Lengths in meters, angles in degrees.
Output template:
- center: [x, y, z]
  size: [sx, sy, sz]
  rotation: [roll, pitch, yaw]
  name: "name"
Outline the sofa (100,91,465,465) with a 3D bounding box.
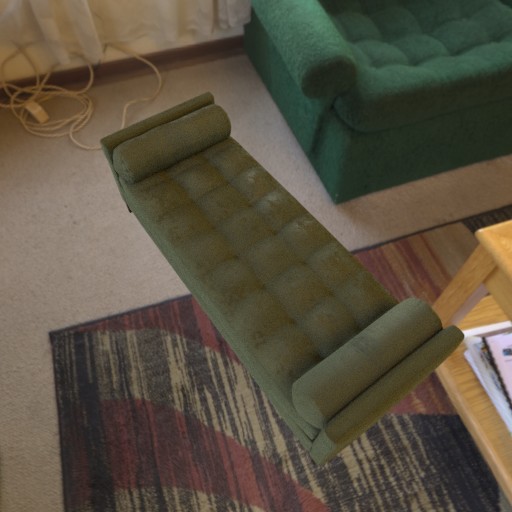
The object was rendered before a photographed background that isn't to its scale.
- center: [0.000, 0.000, 2.542]
  size: [0.817, 0.681, 2.130]
  rotation: [-31, 62, -19]
  name: "sofa"
